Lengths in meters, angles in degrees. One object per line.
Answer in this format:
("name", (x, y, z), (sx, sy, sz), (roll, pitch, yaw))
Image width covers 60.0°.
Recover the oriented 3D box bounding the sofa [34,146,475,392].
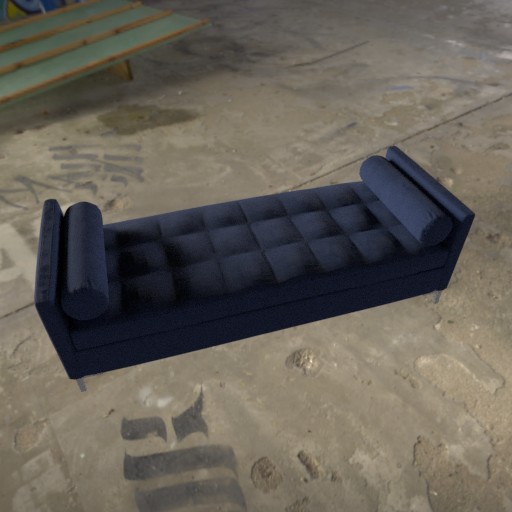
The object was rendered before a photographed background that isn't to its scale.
("sofa", (0.000, 0.000, 2.463), (2.102, 0.657, 0.797), (-11, 42, -13))
